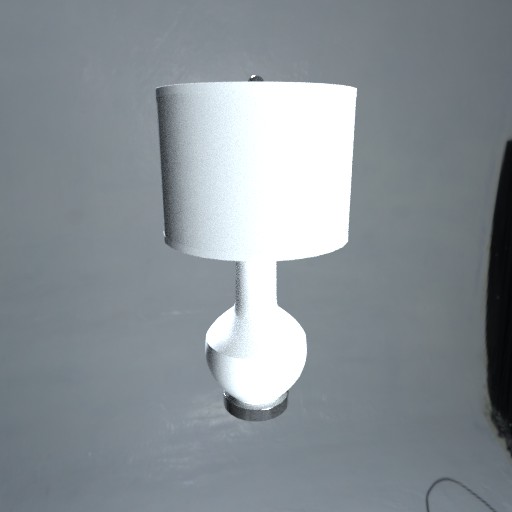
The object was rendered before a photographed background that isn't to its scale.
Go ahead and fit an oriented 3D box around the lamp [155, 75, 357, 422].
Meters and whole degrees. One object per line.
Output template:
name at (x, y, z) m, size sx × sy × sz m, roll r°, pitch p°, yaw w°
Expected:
lamp at (0.000, 0.000, 0.887) m, size 0.357 × 0.673 × 0.357 m, roll -3°, pitch 17°, yaw -8°
